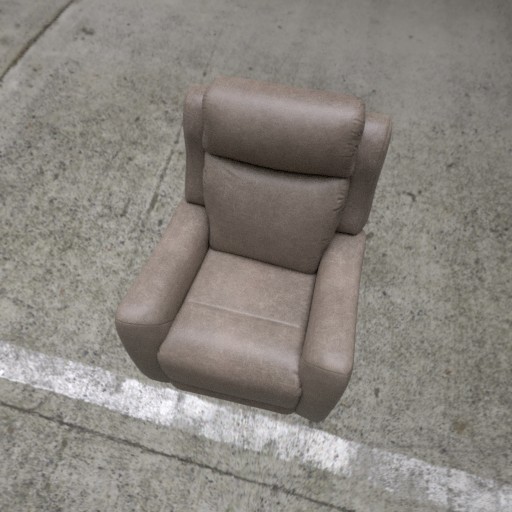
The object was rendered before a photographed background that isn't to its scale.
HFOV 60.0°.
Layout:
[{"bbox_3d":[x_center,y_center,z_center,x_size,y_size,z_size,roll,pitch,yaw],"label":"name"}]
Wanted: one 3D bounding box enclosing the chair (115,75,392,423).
[{"bbox_3d":[0.000,0.000,1.966,0.967,1.116,1.068,12,59,8],"label":"chair"}]
